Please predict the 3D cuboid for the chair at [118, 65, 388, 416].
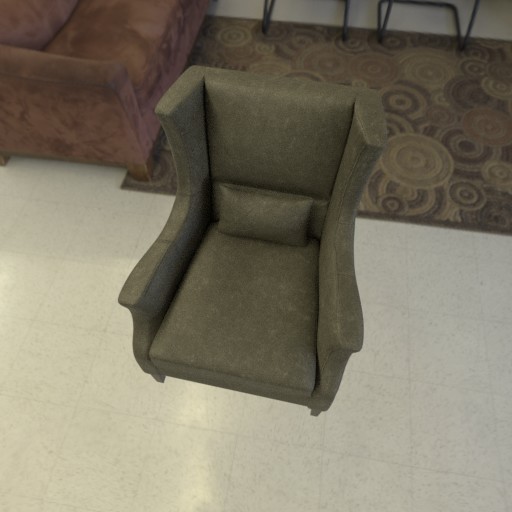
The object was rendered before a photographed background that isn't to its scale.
[{"bbox_3d":[0.000,0.000,1.729,0.853,1.016,0.926,10,59,6],"label":"chair"}]
